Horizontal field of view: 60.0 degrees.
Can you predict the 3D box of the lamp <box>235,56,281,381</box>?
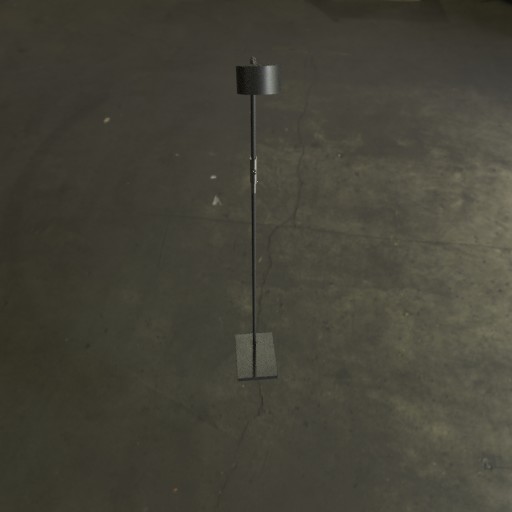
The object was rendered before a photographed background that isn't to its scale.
[{"bbox_3d":[0.000,0.000,1.742,0.203,1.600,0.304,-3,46,-3],"label":"lamp"}]
